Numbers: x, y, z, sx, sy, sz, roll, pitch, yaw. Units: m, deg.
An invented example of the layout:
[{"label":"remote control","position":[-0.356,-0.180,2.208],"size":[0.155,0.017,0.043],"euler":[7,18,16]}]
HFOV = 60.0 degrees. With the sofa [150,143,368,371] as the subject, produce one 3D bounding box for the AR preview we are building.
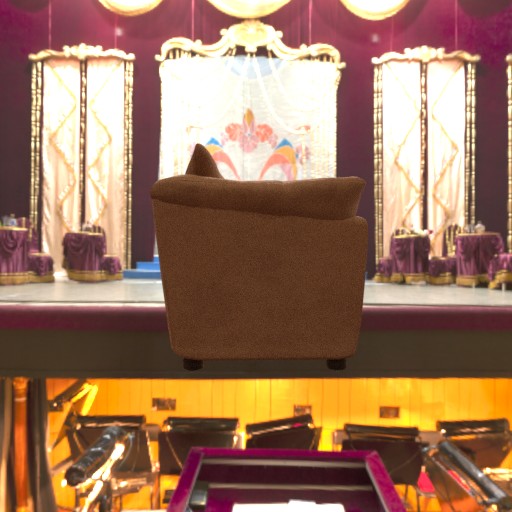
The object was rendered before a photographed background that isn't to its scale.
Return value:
[{"label":"sofa","position":[0.000,0.000,2.871],"size":[0.893,0.981,2.377],"euler":[0,0,0]}]
